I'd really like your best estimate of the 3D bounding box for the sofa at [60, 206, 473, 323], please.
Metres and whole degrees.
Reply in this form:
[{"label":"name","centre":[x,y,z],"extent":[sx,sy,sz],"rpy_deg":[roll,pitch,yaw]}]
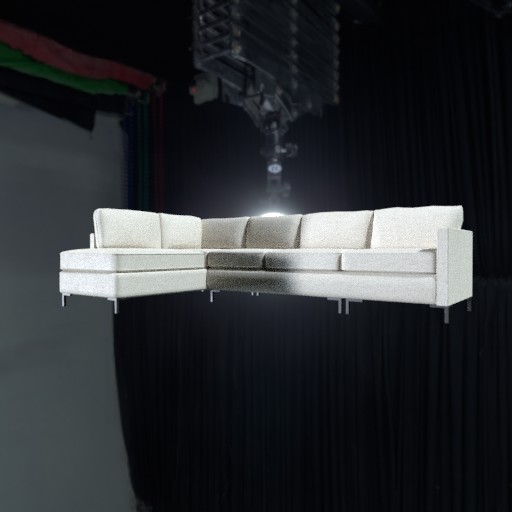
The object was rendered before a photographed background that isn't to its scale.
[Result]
[{"label":"sofa","centre":[0.000,0.000,4.213],"extent":[3.384,0.996,2.048],"rpy_deg":[0,1,36]}]
